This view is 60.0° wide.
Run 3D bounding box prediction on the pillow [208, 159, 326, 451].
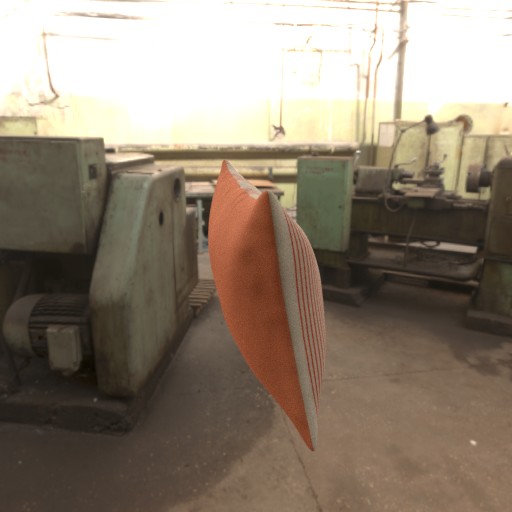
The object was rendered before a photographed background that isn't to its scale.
[{"bbox_3d":[0.000,0.000,0.742,0.156,0.292,0.608,-2,15,-8],"label":"pillow"}]
